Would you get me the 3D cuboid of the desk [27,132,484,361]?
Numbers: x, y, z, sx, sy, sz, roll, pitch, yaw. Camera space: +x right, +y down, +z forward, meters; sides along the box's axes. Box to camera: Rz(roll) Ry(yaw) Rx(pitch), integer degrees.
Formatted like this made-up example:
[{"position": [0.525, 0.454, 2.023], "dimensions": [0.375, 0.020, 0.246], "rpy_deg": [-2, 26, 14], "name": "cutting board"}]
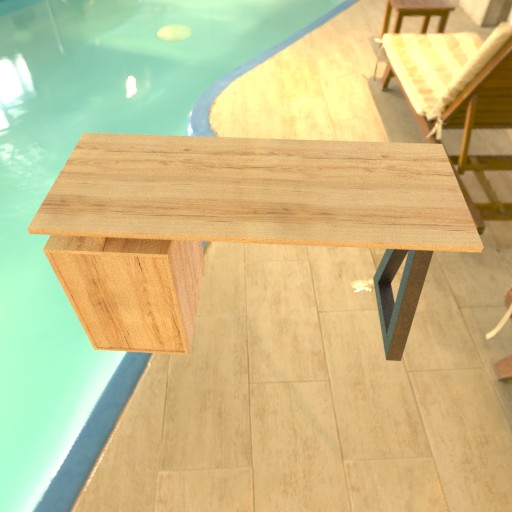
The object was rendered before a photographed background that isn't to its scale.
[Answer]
[{"position": [0.000, 0.000, 1.821], "dimensions": [1.400, 0.760, 0.550], "rpy_deg": [2, 47, 2], "name": "desk"}]
